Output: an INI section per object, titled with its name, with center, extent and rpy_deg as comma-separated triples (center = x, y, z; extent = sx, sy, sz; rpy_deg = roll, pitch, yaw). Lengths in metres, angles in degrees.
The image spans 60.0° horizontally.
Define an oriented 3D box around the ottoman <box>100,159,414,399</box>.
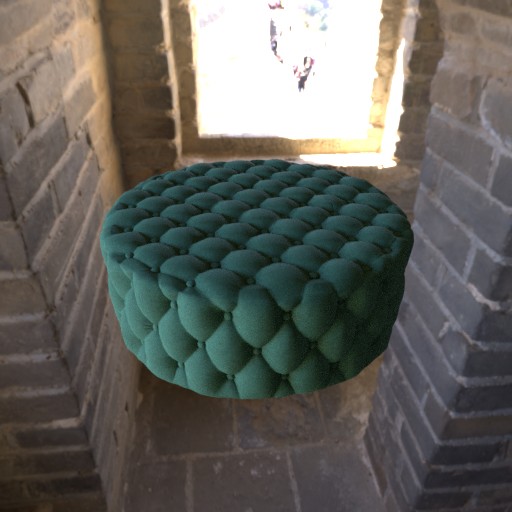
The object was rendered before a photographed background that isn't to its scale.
[ottoman]
center = 0.000, 0.000, 1.530
extent = 0.998, 0.399, 0.998
rpy_deg = 0, 32, 0
